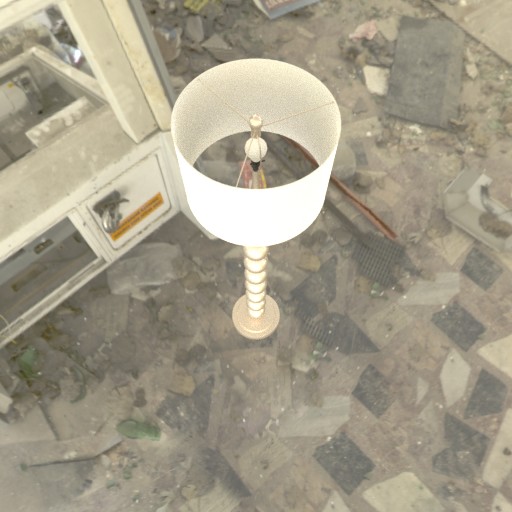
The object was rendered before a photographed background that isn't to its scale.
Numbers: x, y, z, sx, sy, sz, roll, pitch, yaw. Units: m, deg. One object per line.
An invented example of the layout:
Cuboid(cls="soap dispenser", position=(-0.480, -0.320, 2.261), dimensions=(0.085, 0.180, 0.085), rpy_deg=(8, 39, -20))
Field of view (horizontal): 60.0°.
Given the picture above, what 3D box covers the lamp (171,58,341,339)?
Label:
Cuboid(cls="lamp", position=(0.000, 0.000, 1.678), dimensions=(0.394, 1.474, 0.394), rpy_deg=(-16, 65, -7))
